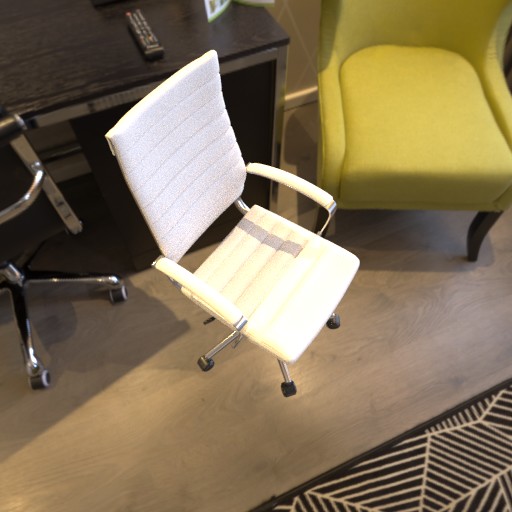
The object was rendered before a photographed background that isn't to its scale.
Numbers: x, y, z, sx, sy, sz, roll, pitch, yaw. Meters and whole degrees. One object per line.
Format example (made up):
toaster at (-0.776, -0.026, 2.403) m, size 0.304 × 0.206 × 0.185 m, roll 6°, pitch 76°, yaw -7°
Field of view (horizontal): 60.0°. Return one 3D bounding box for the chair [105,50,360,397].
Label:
chair at (0.000, 0.000, 1.588) m, size 0.679 × 1.149 × 0.679 m, roll 31°, pitch 63°, yaw 17°
